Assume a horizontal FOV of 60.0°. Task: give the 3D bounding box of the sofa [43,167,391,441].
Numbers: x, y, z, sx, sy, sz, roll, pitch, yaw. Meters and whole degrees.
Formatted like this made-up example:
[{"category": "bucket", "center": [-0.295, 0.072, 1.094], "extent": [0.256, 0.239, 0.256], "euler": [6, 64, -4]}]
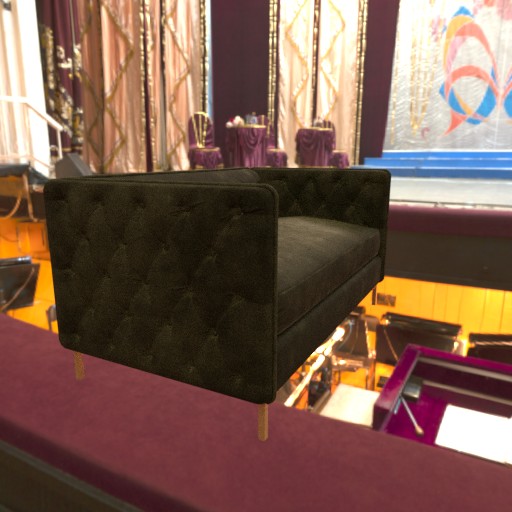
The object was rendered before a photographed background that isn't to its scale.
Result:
[{"category": "sofa", "center": [0.000, 0.000, 2.047], "extent": [0.895, 0.768, 1.537], "euler": [7, 14, 27]}]
